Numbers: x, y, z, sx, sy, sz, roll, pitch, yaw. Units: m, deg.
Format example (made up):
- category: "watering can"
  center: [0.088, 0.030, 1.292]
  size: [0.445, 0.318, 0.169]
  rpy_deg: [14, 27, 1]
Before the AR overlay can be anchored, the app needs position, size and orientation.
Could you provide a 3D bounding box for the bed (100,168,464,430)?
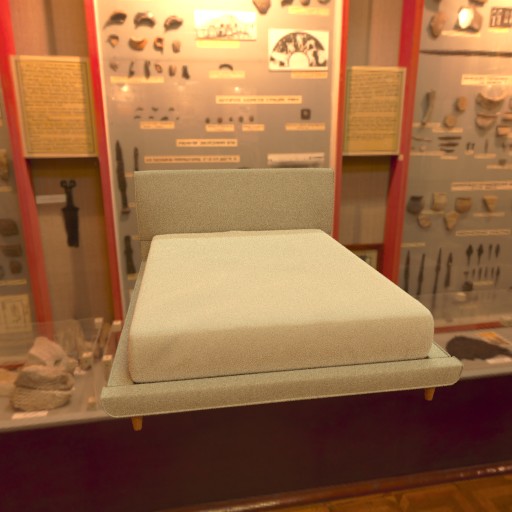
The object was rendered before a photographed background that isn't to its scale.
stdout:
- category: "bed"
  center: [0.000, 0.000, 3.434]
  size: [1.980, 1.126, 2.498]
  rpy_deg: [-3, 17, -9]
